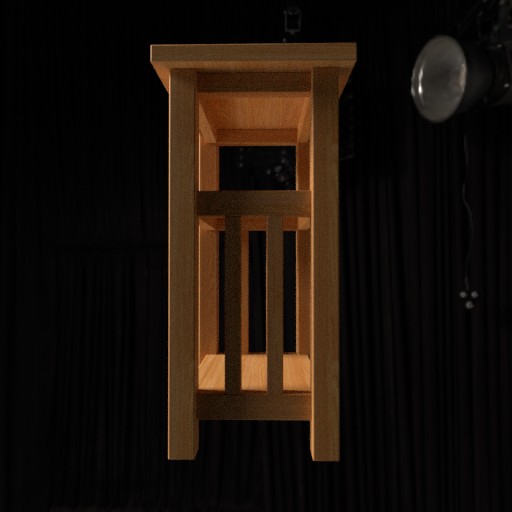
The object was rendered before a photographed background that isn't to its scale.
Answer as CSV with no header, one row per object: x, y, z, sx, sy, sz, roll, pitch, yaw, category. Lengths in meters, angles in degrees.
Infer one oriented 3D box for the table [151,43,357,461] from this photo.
0.000,0.000,0.750,0.270,0.550,0.350,0,-1,1,table
